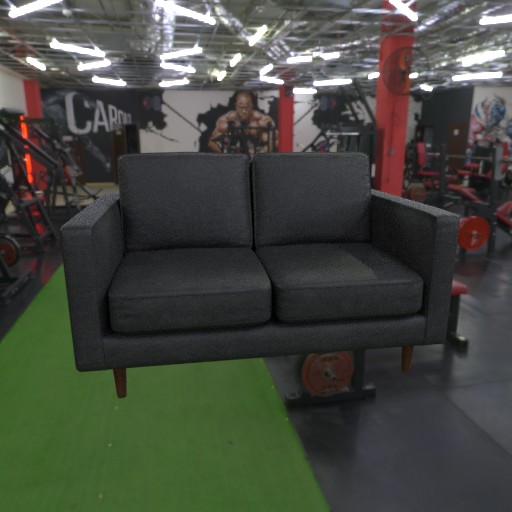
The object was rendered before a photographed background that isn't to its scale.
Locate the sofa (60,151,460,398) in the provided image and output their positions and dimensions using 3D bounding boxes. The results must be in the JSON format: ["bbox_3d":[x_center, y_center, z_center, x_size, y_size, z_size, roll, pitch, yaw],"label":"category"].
[{"bbox_3d":[0.000,0.000,1.989,1.430,0.899,0.879,-2,16,-9],"label":"sofa"}]
